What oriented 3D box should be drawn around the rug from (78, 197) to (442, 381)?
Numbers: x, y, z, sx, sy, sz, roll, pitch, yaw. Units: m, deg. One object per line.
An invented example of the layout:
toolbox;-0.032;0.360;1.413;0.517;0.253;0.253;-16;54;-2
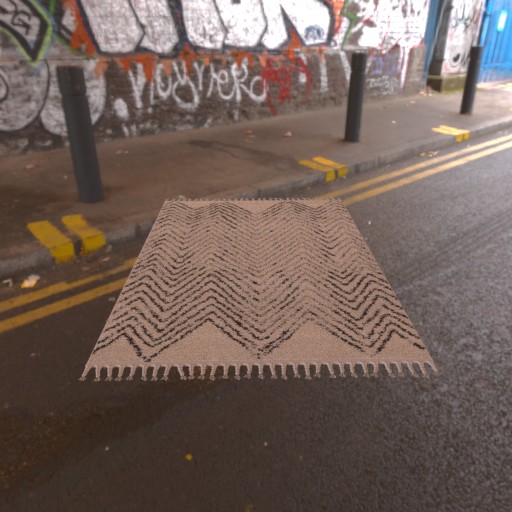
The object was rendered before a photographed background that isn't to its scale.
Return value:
rug;0.000;0.000;2.304;1.230;0.014;1.847;-1;27;-1
